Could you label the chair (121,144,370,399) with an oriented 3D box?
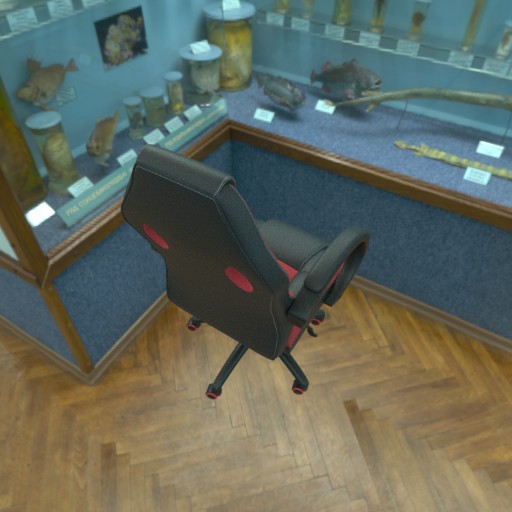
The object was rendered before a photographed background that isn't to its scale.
[{"bbox_3d":[0.000,0.000,1.652,0.673,1.187,0.724,26,51,23],"label":"chair"}]
